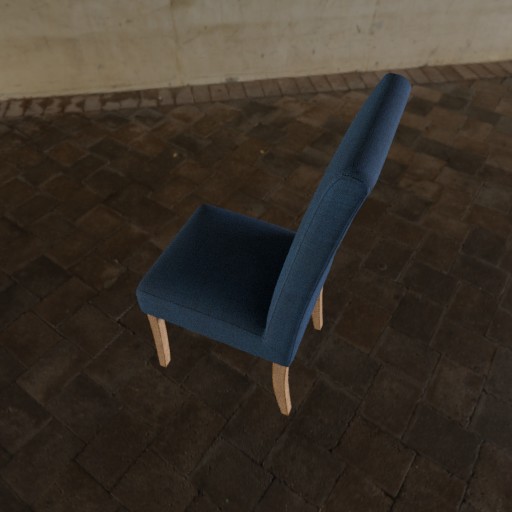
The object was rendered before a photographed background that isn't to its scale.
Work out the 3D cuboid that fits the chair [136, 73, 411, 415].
[{"bbox_3d":[0.000,0.000,1.326,0.610,1.029,0.450,17,49,15],"label":"chair"}]
